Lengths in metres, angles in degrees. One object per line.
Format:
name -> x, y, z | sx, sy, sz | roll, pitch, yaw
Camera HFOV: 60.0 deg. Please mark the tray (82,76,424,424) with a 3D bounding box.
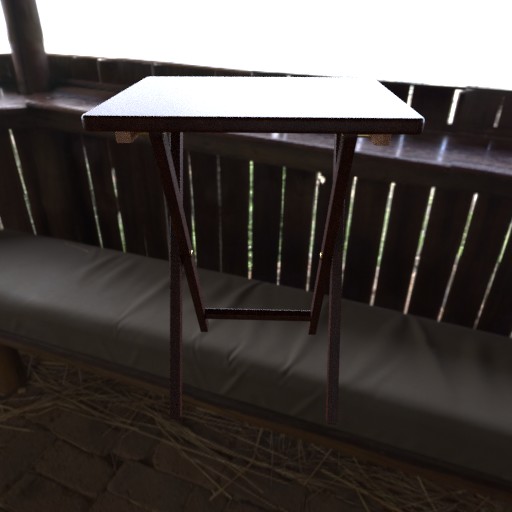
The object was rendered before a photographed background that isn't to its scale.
tray -> 0.000, 0.000, 0.942 | 0.483, 0.660, 0.381 | 1, 30, 2
